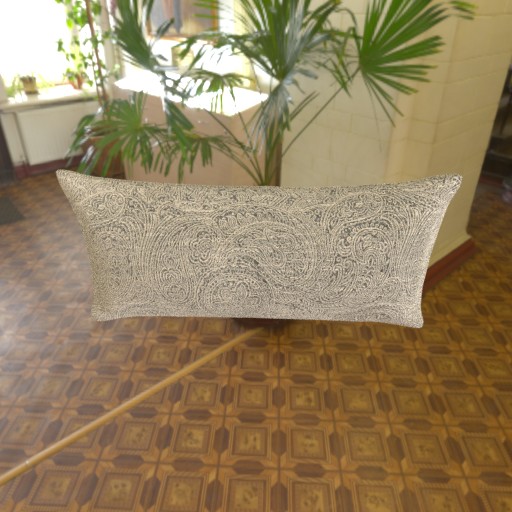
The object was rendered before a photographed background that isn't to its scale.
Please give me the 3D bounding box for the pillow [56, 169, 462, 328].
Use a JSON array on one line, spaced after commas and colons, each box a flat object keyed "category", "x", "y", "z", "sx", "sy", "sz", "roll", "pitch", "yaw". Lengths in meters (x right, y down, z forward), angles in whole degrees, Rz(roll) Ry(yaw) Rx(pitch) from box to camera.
[{"category": "pillow", "x": 0.000, "y": 0.000, "z": 0.743, "sx": 0.615, "sy": 0.295, "sz": 0.151, "roll": 1, "pitch": 31, "yaw": 2}]
